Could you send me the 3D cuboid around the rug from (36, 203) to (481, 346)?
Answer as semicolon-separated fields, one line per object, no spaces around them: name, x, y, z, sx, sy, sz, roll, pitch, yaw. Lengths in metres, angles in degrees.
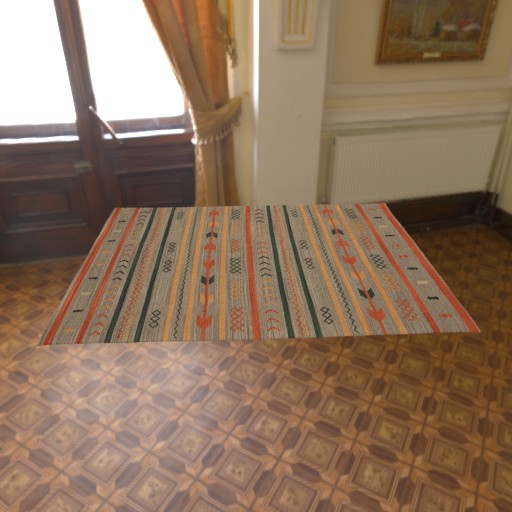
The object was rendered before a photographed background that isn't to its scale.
rug;0.000;0.000;3.974;3.029;0.022;2.263;-1;30;-2
